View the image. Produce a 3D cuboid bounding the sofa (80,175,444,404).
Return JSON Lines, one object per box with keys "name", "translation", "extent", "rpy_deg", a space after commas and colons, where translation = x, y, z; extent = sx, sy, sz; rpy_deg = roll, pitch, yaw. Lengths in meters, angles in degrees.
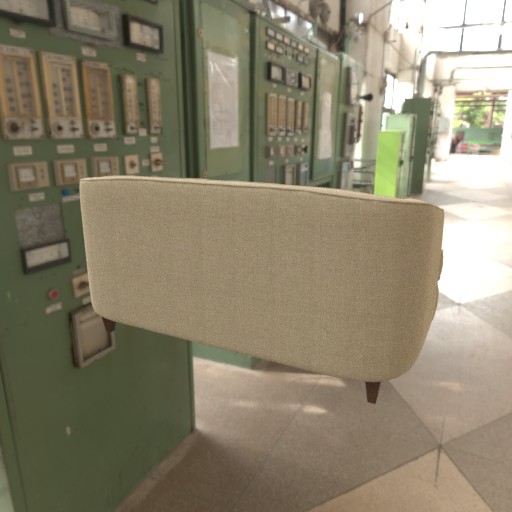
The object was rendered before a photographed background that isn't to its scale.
{"name": "sofa", "translation": [0.000, 0.000, 2.284], "extent": [1.733, 0.855, 0.941], "rpy_deg": [8, 18, 26]}
